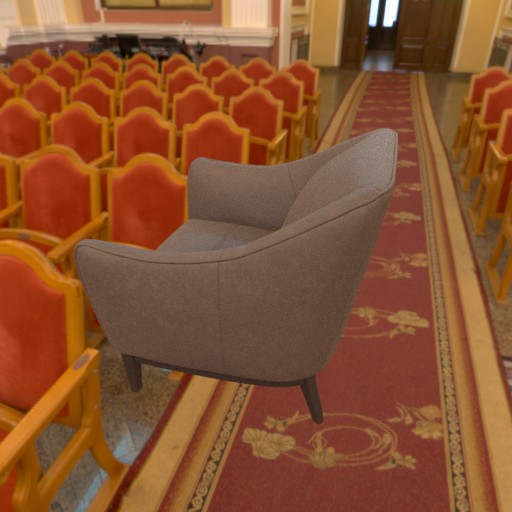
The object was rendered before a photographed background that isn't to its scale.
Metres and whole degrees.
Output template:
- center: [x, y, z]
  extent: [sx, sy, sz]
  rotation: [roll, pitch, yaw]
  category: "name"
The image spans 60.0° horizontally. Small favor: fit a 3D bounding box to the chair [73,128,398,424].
- center: [0.000, 0.000, 1.575]
  extent: [0.852, 0.830, 0.871]
  rotation: [8, 30, 14]
  category: "chair"
